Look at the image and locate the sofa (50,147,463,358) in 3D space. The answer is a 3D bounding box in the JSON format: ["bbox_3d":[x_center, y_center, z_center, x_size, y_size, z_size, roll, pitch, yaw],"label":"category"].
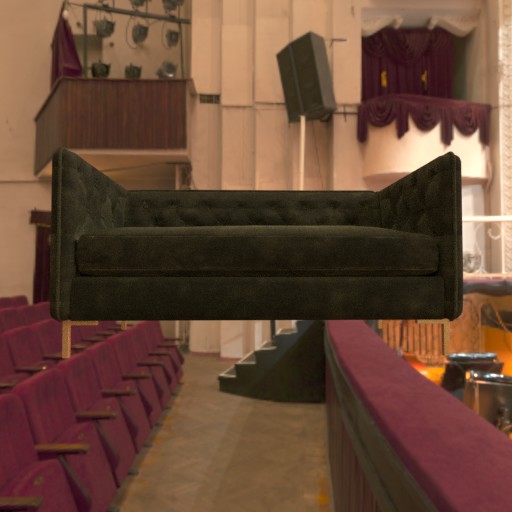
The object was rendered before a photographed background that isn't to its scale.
[{"bbox_3d":[0.000,0.000,2.041,1.537,0.768,0.895,0,-2,-2],"label":"sofa"}]
